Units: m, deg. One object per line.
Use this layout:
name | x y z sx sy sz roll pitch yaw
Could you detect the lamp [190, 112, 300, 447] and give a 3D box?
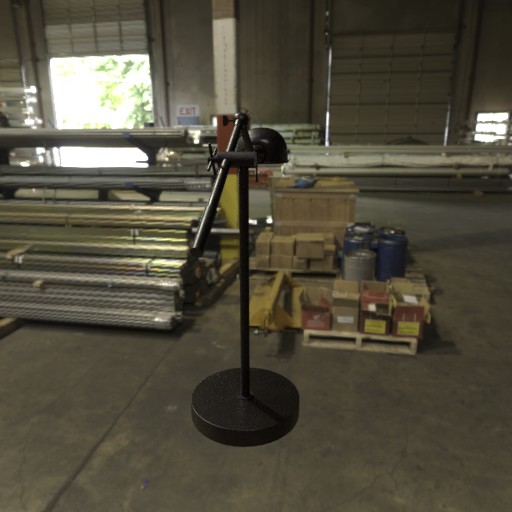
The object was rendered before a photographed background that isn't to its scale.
lamp | 0.000 0.000 0.804 0.185 0.495 0.567 3 16 9
